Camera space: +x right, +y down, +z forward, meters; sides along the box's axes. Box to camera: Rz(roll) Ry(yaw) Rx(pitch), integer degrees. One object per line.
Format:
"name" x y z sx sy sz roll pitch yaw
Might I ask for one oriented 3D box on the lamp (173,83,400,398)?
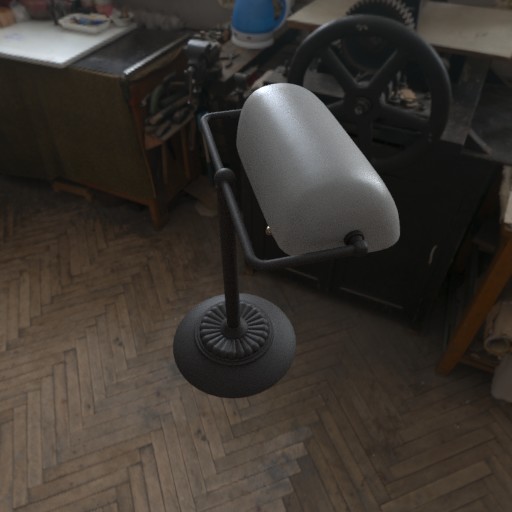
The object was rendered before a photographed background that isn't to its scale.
"lamp" 0.000 0.000 0.532 0.243 0.339 0.264 -10 47 -10
